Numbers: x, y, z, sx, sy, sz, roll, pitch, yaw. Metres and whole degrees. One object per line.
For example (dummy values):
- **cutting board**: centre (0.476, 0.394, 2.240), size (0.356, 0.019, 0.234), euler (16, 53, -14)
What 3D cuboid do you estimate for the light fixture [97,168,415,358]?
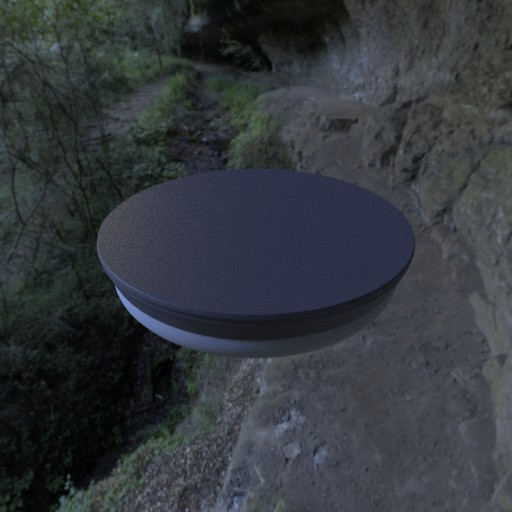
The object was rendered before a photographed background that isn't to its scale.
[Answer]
- **light fixture**: centre (0.000, 0.000, 0.559), size (0.368, 0.100, 0.368), euler (0, 31, 0)
